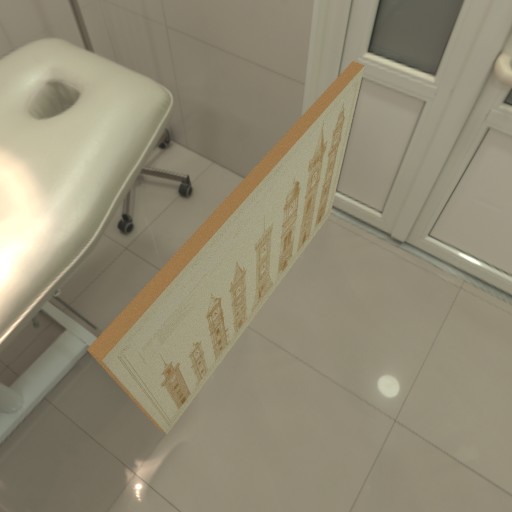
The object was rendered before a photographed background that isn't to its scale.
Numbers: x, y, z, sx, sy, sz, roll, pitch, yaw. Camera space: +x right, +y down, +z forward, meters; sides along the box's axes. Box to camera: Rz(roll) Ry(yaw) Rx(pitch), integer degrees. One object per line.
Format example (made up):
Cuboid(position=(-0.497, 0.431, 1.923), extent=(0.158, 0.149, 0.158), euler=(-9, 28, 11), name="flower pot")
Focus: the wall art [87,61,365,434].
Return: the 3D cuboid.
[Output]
Cuboid(position=(0.000, 0.000, 1.163), extent=(0.033, 0.608, 0.915), euler=(30, 62, 17), name="wall art")
